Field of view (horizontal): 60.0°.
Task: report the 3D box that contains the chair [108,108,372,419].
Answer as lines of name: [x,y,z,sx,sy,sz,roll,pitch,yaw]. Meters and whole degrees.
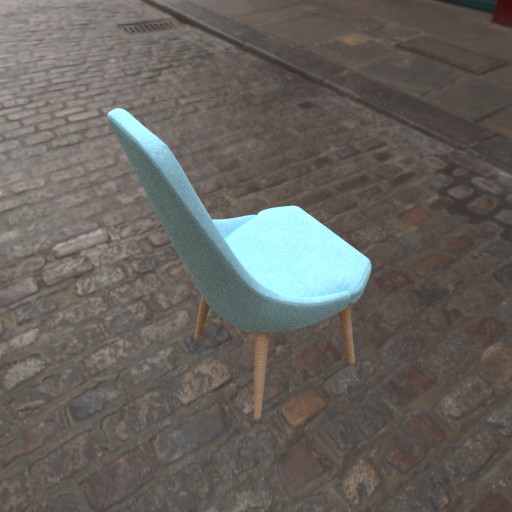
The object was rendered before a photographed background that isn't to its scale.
chair: [0.000,0.000,1.380,0.660,1.040,0.510,-25,47,-26]
